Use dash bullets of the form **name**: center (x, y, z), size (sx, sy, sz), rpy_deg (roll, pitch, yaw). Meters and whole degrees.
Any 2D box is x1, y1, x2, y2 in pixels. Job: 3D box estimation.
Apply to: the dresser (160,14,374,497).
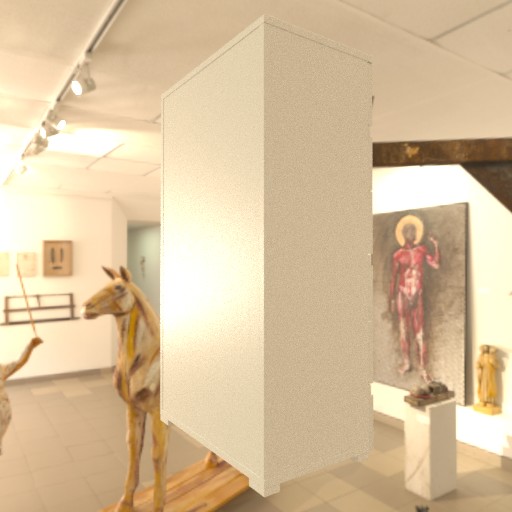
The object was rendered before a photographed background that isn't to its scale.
- **dresser**: center (0.000, 0.000, 1.470), size (0.400, 1.190, 0.650), rpy_deg (1, -1, -35)
